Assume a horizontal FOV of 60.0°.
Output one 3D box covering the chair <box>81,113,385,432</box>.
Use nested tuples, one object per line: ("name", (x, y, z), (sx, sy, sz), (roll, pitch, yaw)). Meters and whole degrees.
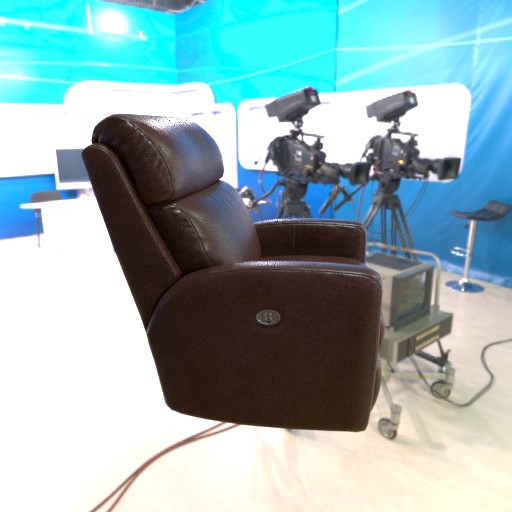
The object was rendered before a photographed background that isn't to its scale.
("chair", (0.000, 0.000, 1.674), (0.939, 1.016, 0.787), (3, 16, 9))
